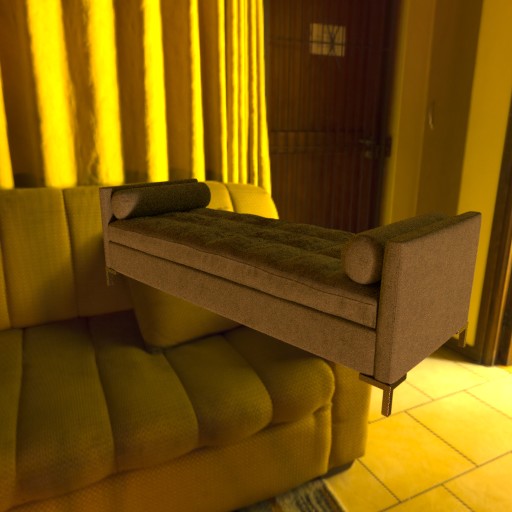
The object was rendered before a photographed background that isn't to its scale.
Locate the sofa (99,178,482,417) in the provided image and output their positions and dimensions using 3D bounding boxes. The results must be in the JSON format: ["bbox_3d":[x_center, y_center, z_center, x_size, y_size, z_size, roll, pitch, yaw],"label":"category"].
[{"bbox_3d":[0.000,0.000,2.488,2.102,0.657,0.797,15,22,42],"label":"sofa"}]
